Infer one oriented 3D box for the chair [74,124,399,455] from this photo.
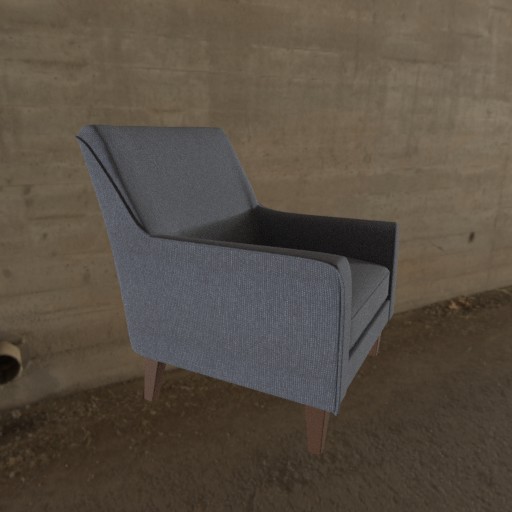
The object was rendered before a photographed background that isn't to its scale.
[{"bbox_3d":[0.000,0.000,1.621,0.899,0.919,0.780,8,17,27],"label":"chair"}]
